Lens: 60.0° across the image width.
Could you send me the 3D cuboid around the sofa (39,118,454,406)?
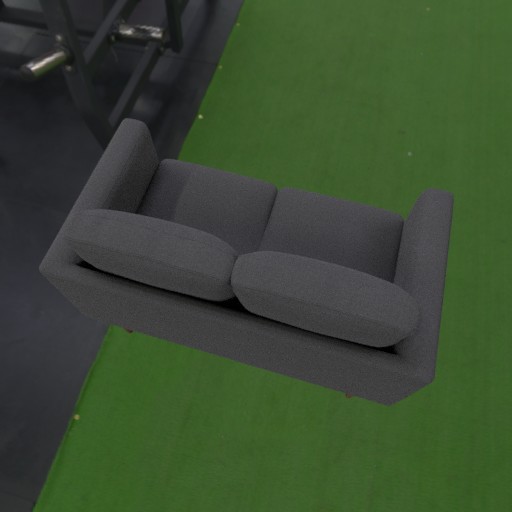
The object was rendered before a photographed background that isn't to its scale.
[{"bbox_3d":[0.000,0.000,1.887,1.430,0.908,0.796,15,64,7],"label":"sofa"}]
